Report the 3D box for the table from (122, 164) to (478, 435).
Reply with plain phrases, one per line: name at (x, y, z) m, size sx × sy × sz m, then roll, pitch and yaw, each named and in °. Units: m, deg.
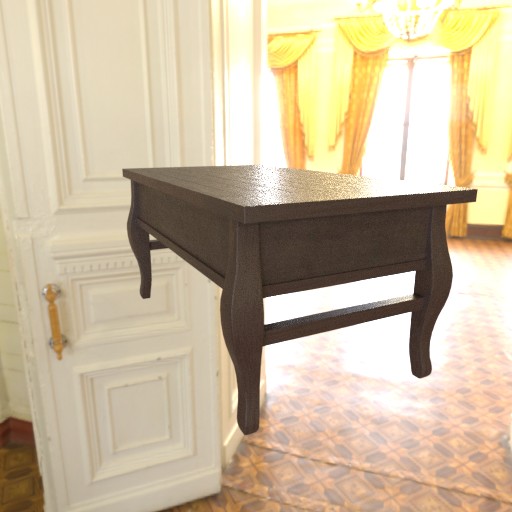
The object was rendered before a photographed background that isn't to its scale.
table at (0.000, 0.000, 1.391) m, size 0.600 × 0.494 × 1.062 m, roll -7°, pitch 17°, yaw -26°
